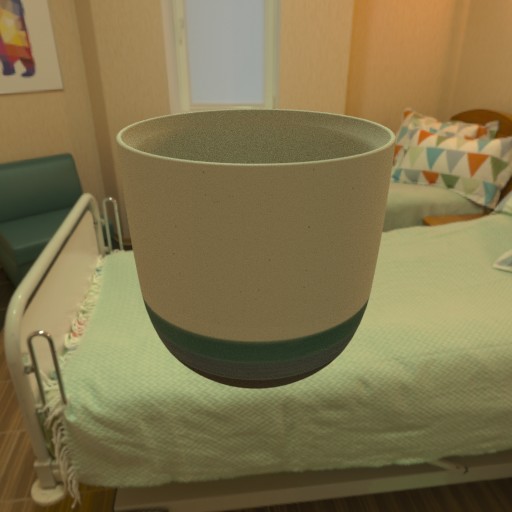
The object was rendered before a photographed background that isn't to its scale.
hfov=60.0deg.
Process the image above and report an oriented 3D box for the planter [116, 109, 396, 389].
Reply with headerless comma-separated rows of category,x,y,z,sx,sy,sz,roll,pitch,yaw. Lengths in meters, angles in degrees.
planter,0.000,0.000,0.382,0.204,0.214,0.204,0,27,0
